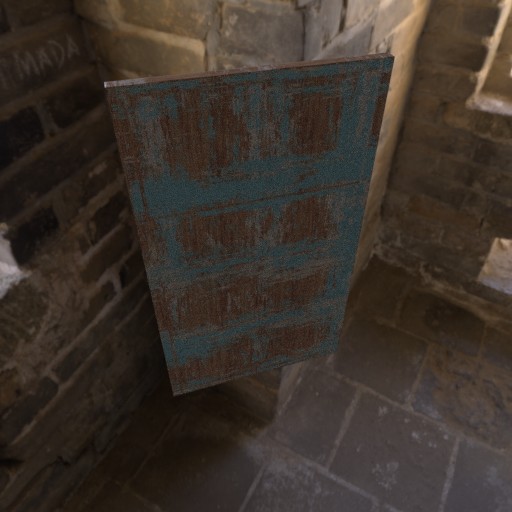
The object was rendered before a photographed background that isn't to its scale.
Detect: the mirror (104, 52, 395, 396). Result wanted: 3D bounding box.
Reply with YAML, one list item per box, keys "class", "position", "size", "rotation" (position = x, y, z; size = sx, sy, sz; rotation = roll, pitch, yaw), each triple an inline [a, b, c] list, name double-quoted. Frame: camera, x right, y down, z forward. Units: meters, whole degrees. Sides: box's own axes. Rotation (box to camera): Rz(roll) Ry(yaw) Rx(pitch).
- class: "mirror"
  position: [0.000, 0.000, 1.462]
  size: [0.707, 1.213, 0.083]
  rotation: [-12, 42, -13]
